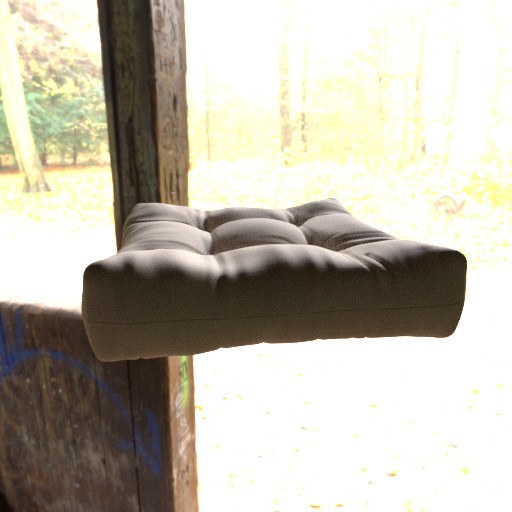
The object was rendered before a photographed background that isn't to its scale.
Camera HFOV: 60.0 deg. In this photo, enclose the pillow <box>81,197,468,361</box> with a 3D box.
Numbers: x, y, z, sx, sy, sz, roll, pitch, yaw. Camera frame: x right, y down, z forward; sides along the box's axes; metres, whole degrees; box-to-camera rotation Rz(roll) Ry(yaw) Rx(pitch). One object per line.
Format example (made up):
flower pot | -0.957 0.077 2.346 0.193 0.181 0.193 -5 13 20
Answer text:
pillow | 0.000 0.000 0.732 0.468 0.128 0.490 -2 16 -9
